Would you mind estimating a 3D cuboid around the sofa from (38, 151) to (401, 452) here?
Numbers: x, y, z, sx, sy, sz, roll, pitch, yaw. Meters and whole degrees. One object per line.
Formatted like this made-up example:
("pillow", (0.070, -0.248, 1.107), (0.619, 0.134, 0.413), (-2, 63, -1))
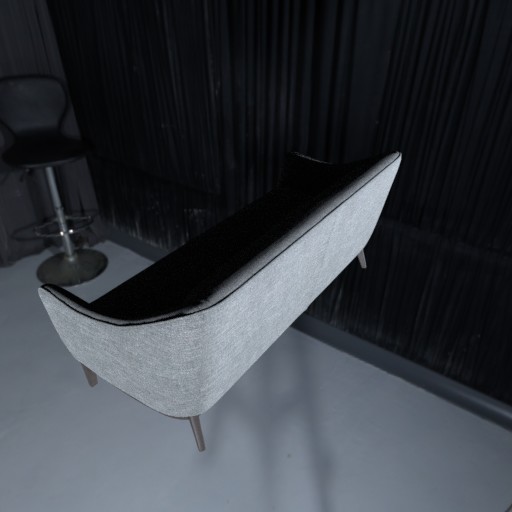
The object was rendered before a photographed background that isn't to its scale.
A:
("sofa", (0.000, 0.000, 2.347), (0.867, 0.829, 1.928), (21, 39, 29))
